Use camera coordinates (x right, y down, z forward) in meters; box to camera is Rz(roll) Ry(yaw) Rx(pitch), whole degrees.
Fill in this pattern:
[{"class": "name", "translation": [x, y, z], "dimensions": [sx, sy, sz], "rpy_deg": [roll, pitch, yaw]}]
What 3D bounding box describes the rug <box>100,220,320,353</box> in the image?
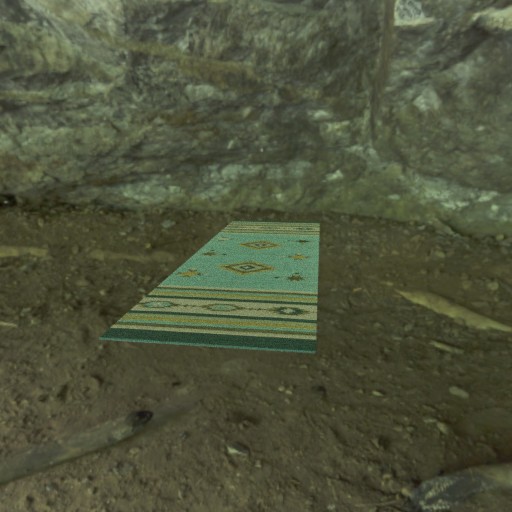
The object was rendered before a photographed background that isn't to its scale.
[{"class": "rug", "translation": [0.000, 0.000, 2.655], "dimensions": [0.744, 0.010, 2.441], "rpy_deg": [2, 14, 8]}]
